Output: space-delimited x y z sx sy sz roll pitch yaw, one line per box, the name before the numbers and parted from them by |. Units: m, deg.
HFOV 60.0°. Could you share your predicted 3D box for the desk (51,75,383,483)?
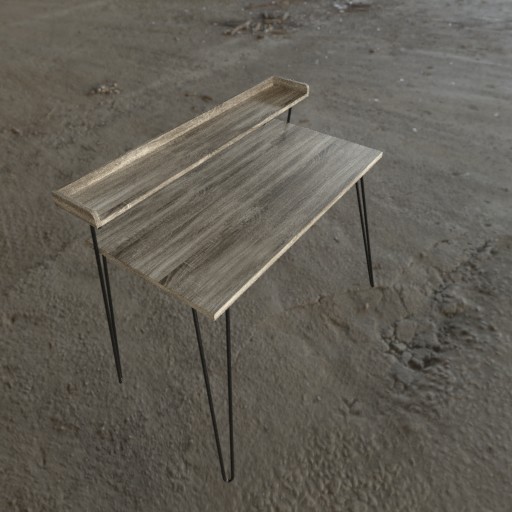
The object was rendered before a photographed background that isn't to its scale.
desk | 0.000 0.000 1.633 0.605 0.899 1.135 26 48 26
